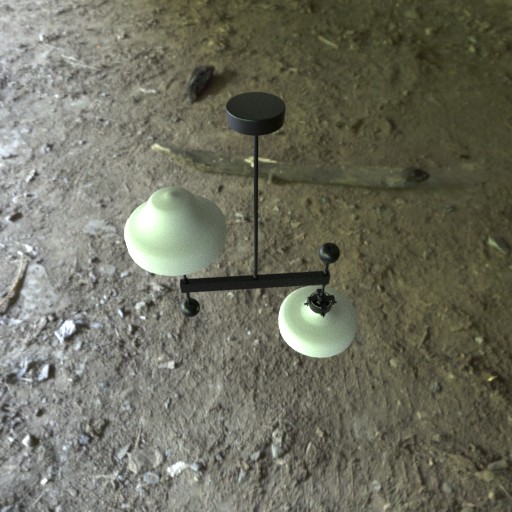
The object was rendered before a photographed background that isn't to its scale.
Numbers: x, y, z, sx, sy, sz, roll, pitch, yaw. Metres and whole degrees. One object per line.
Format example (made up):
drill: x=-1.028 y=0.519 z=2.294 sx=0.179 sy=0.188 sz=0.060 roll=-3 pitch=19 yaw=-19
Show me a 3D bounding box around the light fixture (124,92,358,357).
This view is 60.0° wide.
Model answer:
light fixture: x=0.000 y=0.000 z=1.026 sx=0.489 sy=0.743 sz=0.422 roll=-33 pitch=54 yaw=-28
